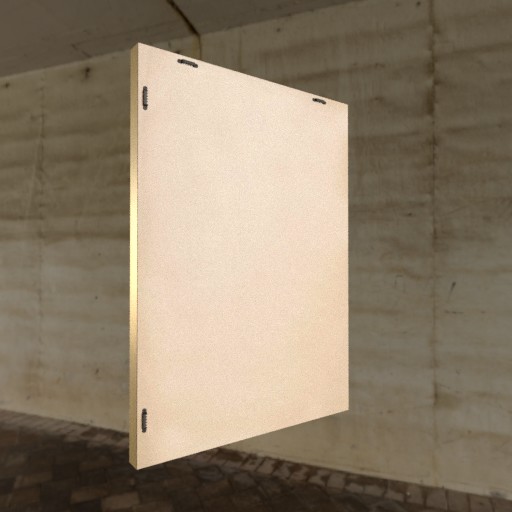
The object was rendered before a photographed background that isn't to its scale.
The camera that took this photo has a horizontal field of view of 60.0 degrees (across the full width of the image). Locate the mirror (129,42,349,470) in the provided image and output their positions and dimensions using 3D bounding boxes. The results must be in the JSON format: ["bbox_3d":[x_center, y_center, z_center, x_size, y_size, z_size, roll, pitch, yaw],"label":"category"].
[{"bbox_3d":[0.000,0.000,0.896,0.507,0.710,0.040,0,-1,-36],"label":"mirror"}]
